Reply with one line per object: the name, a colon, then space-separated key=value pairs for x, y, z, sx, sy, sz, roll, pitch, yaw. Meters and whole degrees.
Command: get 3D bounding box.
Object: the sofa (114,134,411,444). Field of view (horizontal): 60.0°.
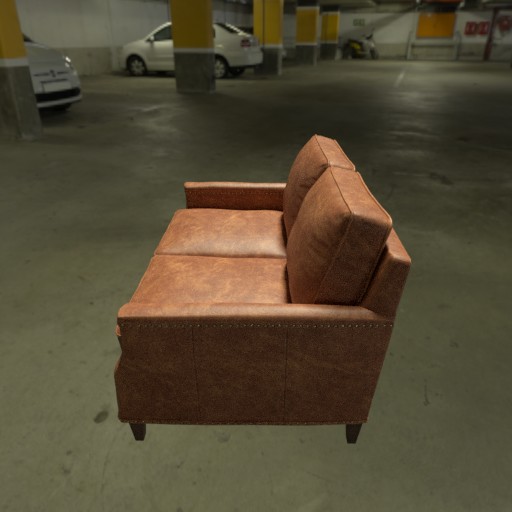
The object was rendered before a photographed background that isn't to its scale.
sofa: x=0.000 y=0.000 z=2.295 sx=1.084 sy=1.003 sz=1.597 roll=0 pitch=26 yaw=1
